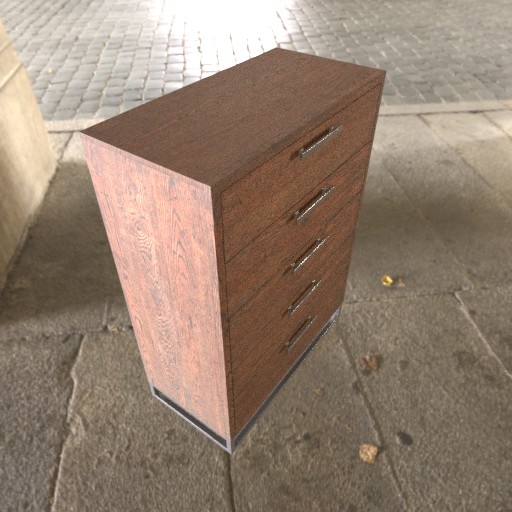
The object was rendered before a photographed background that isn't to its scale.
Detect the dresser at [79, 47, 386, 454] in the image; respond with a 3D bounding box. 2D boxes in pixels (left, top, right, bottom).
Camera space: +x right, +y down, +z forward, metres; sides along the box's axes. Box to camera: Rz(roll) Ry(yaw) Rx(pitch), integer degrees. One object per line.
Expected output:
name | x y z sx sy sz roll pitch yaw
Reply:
dresser | 0.000 0.000 1.832 0.508 1.321 0.965 26 47 27
